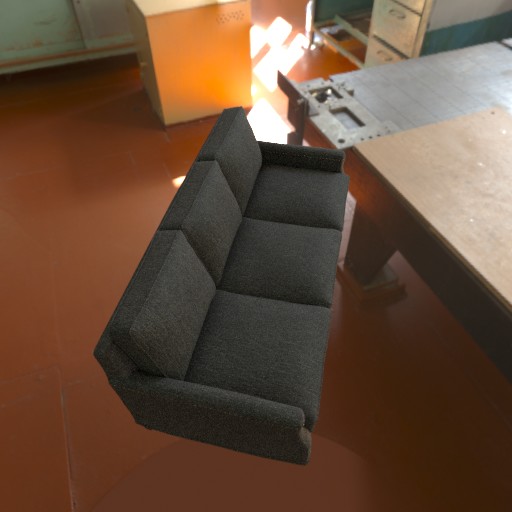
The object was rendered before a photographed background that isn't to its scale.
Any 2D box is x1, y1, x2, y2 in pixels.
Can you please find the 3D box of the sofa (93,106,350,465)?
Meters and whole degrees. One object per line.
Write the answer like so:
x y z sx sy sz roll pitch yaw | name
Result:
0.000 0.000 2.920 1.084 1.003 2.246 10 48 9 | sofa
